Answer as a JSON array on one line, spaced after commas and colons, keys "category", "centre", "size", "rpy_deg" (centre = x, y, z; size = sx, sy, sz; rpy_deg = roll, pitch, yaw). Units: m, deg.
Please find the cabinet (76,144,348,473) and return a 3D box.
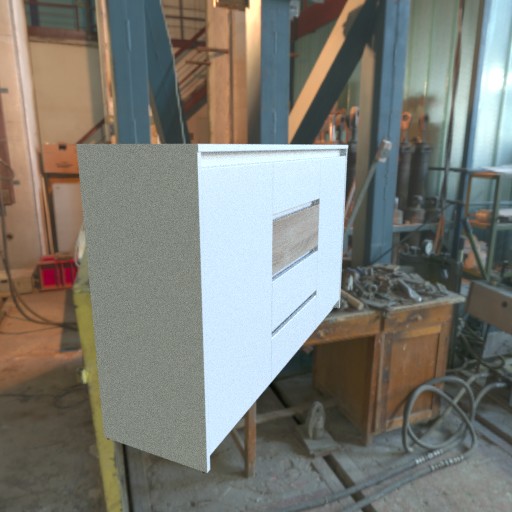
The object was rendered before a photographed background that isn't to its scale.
[{"category": "cabinet", "centre": [0.000, 0.000, 1.848], "size": [0.380, 0.900, 1.450], "rpy_deg": [6, 15, 24]}]
